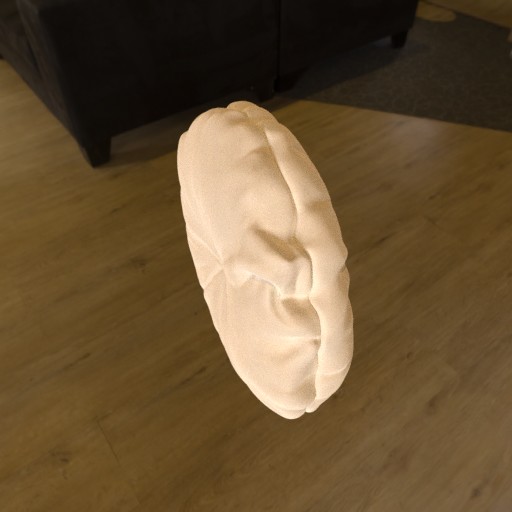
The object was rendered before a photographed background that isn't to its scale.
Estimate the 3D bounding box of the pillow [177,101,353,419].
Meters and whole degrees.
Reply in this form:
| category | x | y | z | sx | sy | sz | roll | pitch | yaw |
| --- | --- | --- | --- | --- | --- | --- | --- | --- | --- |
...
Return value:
| category | x | y | z | sx | sy | sz | roll | pitch | yaw |
| --- | --- | --- | --- | --- | --- | --- | --- | --- | --- |
| pillow | 0.000 | 0.000 | 0.624 | 0.148 | 0.407 | 0.428 | -16 | 49 | -14 |
